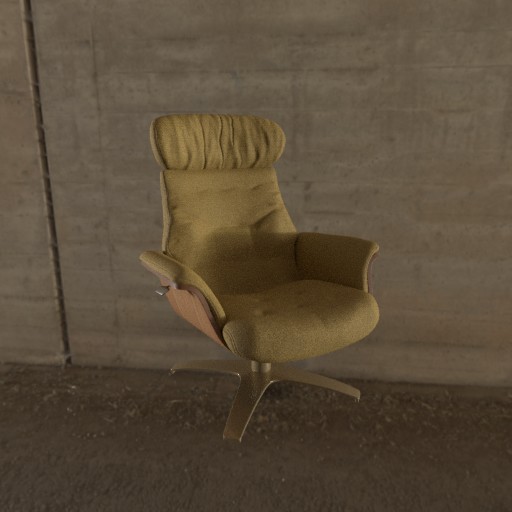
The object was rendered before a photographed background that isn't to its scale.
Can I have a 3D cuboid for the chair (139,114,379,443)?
[{"bbox_3d":[0.000,0.000,1.582,0.785,0.995,0.837,-8,17,-27],"label":"chair"}]
